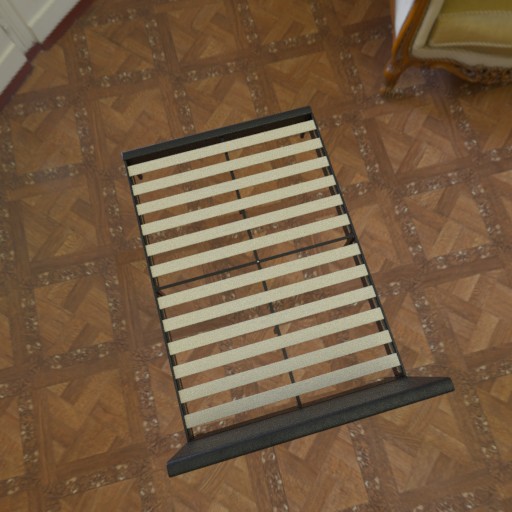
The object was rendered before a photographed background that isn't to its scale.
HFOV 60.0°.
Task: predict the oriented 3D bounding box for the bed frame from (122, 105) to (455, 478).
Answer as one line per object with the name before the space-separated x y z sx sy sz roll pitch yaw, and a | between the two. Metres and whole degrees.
bed frame | 0.000 0.000 2.925 1.469 1.046 2.152 -15 76 -4
